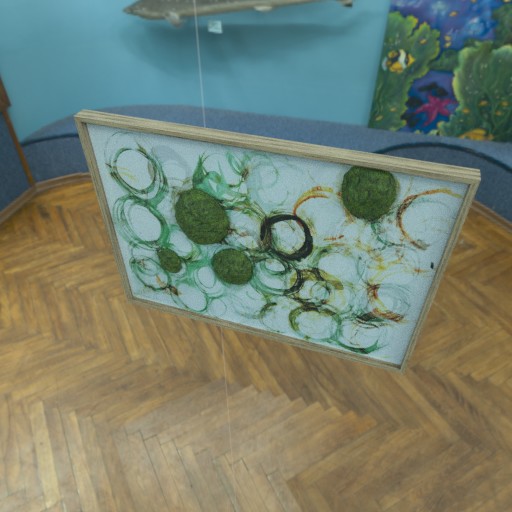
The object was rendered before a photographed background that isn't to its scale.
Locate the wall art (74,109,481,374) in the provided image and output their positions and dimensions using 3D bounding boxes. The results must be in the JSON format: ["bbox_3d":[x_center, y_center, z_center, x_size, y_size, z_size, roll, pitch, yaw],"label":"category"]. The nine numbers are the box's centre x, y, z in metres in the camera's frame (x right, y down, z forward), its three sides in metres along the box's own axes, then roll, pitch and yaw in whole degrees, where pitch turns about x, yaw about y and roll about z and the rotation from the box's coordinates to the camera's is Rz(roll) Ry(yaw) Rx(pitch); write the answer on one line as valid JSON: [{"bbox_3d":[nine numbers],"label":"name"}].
[{"bbox_3d":[0.000,0.000,1.090,0.841,0.609,0.063,12,43,13],"label":"wall art"}]
